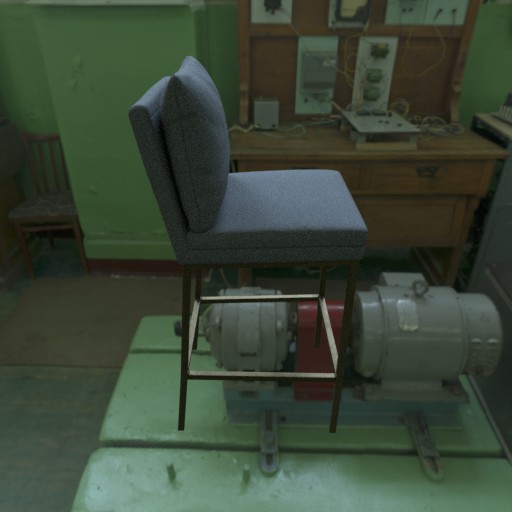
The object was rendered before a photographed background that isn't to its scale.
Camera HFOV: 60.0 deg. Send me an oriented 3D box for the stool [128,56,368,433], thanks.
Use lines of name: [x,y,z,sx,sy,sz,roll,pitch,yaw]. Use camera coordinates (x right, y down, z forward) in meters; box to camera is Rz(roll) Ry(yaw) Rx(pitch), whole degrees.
stool: [0.000,0.000,1.402,0.569,1.130,0.463,0,30,0]
